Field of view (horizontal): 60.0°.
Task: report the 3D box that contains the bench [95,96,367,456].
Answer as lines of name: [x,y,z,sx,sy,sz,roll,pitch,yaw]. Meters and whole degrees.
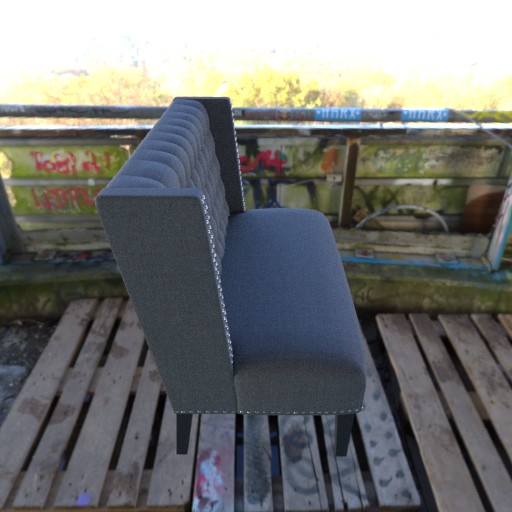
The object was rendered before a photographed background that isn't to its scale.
bench: [0.000,0.000,1.990,0.842,1.121,1.276,0,31,1]
